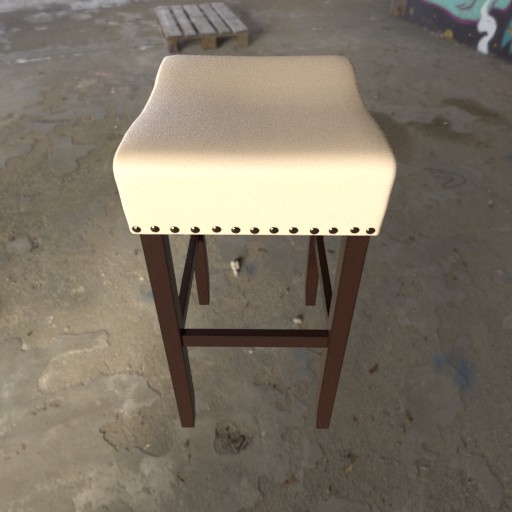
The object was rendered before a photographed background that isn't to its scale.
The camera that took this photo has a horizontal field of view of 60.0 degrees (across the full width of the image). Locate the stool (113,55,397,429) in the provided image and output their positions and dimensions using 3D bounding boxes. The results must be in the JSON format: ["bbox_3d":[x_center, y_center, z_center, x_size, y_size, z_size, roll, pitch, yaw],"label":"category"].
[{"bbox_3d":[0.000,0.000,1.024,0.401,0.762,0.471,0,41,0],"label":"stool"}]
